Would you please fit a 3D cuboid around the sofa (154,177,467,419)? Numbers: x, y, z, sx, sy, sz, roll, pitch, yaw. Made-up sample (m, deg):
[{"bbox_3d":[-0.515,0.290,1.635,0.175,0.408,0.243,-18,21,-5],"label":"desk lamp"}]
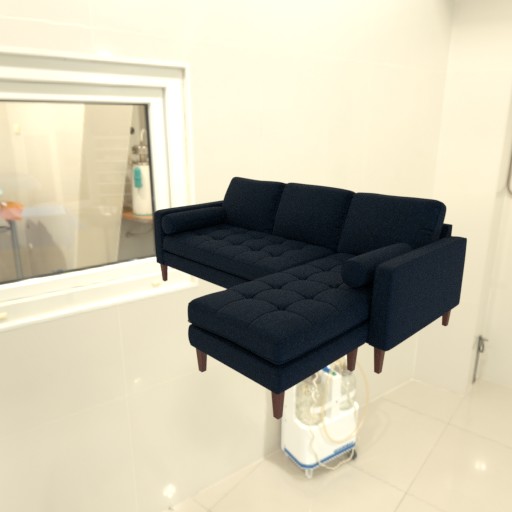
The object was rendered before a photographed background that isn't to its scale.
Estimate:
[{"bbox_3d":[0.000,0.000,3.009,1.613,0.841,2.185,-15,22,-42],"label":"sofa"}]
